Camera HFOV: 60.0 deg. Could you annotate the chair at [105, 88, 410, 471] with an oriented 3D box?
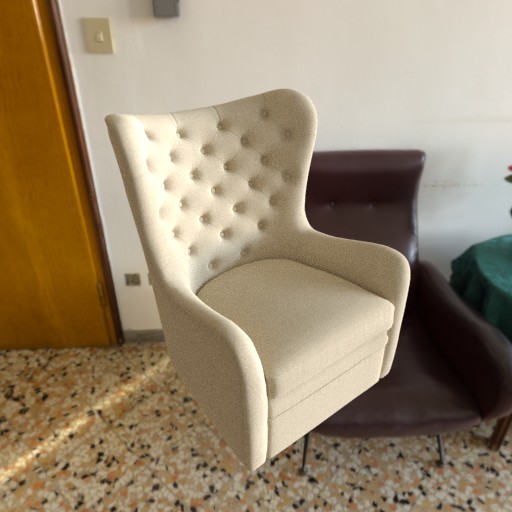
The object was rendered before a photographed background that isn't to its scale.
[{"bbox_3d":[0.000,0.000,1.717,0.831,1.079,0.929,-22,37,-32],"label":"chair"}]
